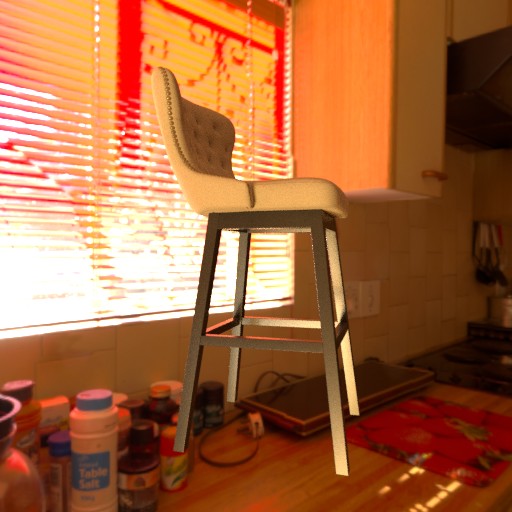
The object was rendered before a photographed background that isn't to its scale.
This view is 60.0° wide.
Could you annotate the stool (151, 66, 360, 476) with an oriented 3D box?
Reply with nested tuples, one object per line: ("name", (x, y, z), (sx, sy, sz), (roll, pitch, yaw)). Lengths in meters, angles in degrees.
("stool", (0.000, 0.000, 1.374), (0.605, 1.066, 0.528), (0, 1, 17))
